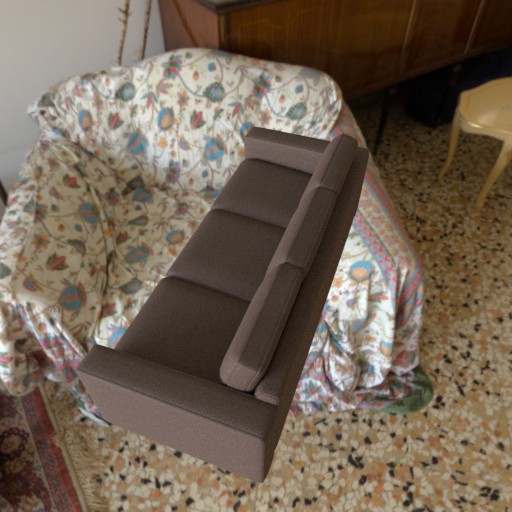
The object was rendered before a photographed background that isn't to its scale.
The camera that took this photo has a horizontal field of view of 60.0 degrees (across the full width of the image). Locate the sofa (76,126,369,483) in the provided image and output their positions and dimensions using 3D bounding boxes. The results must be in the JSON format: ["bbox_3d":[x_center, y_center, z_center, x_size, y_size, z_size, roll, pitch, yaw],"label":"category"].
[{"bbox_3d":[0.000,0.000,2.631,0.900,0.806,2.160,15,49,14],"label":"sofa"}]
